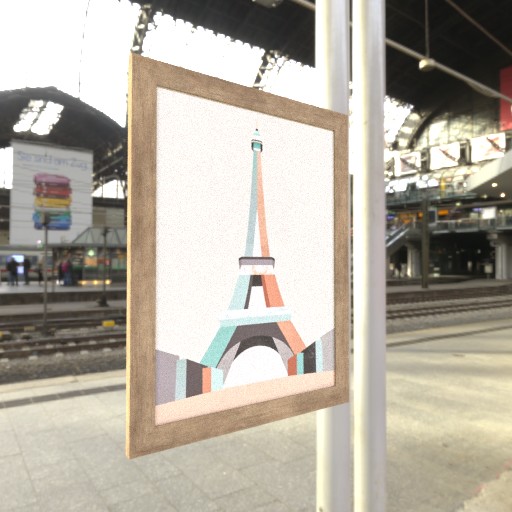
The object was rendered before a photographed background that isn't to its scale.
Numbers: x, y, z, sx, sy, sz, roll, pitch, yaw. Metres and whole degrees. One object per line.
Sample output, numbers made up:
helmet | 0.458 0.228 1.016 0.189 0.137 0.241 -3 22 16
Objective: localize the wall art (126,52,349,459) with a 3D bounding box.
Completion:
wall art | 0.000 0.000 0.910 0.534 0.686 0.018 1 -2 -36
